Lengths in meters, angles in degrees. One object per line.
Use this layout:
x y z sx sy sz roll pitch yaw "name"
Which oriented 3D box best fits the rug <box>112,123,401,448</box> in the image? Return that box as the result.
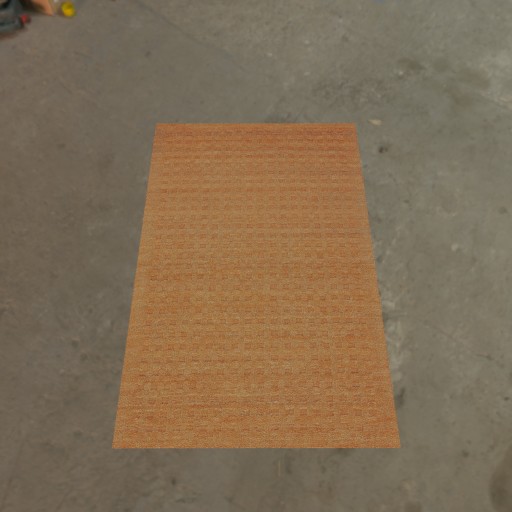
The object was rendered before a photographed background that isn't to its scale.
0.000 0.000 2.870 1.524 0.006 2.285 0 63 0 "rug"
